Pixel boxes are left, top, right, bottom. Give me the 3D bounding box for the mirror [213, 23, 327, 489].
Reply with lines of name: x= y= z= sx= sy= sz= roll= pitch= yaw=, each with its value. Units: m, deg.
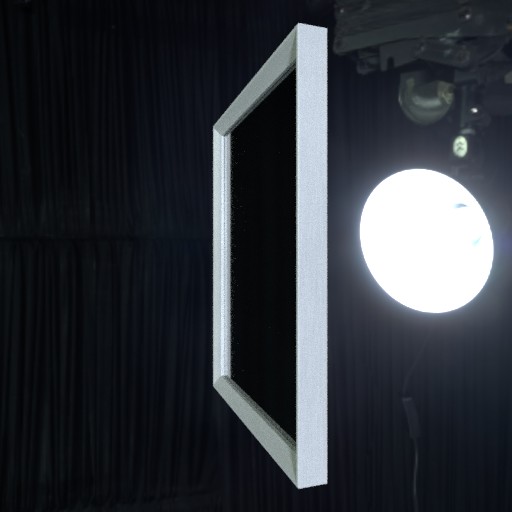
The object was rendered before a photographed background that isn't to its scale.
mirror: x=0.000 y=0.000 z=0.682 sx=0.041 sy=0.509 sz=0.406 roll=0 pitch=0 yaw=-19
